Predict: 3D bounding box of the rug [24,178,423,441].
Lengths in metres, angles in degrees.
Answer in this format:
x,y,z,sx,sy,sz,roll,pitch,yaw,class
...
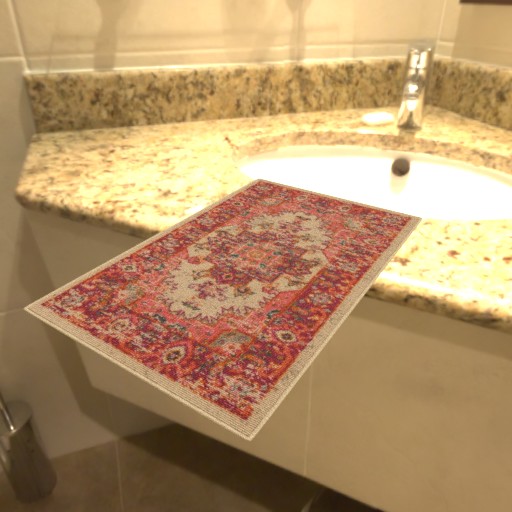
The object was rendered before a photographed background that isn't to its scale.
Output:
x,y,z,sx,sy,sz,roll,pitch,yaw,class
0.000,0.000,1.071,0.556,0.004,0.868,19,36,28,rug
